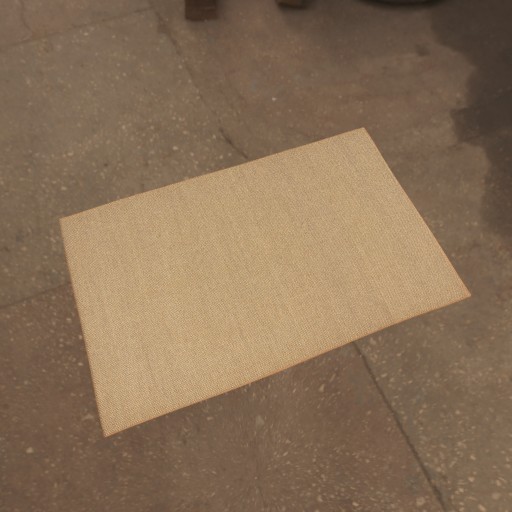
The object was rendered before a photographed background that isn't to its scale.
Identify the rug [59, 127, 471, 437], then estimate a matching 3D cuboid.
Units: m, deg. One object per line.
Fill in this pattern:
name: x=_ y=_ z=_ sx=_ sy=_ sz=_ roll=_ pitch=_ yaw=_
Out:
rug: x=0.000 y=0.000 z=2.089 sx=1.678 sy=0.013 sz=1.078 roll=-19 pitch=65 yaw=-9
